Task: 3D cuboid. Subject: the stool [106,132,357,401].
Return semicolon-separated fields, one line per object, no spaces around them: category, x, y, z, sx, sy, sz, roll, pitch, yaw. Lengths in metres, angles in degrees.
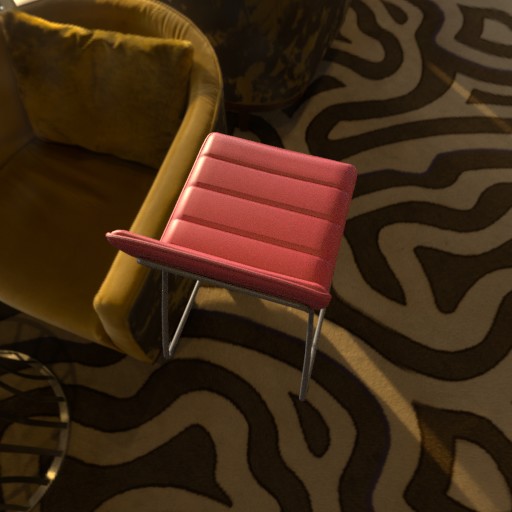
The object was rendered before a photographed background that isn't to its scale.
stool;0.000;0.000;1.189;0.489;0.866;0.524;15;65;7
